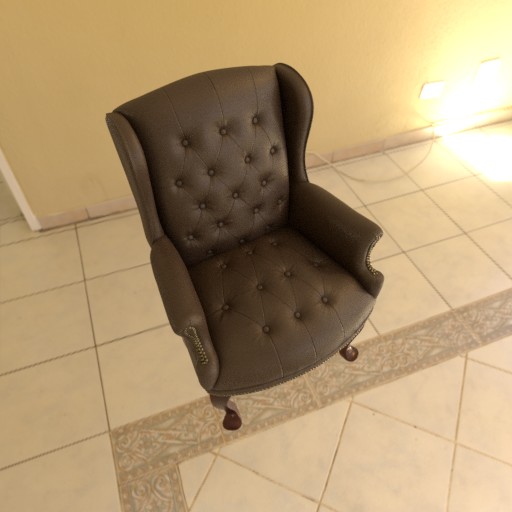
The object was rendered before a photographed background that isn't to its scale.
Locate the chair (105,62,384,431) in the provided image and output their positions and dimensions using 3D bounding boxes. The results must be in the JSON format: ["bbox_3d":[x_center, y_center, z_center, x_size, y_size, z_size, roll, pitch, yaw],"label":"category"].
[{"bbox_3d":[0.000,0.000,1.668,0.829,1.132,0.819,-24,52,-20],"label":"chair"}]
